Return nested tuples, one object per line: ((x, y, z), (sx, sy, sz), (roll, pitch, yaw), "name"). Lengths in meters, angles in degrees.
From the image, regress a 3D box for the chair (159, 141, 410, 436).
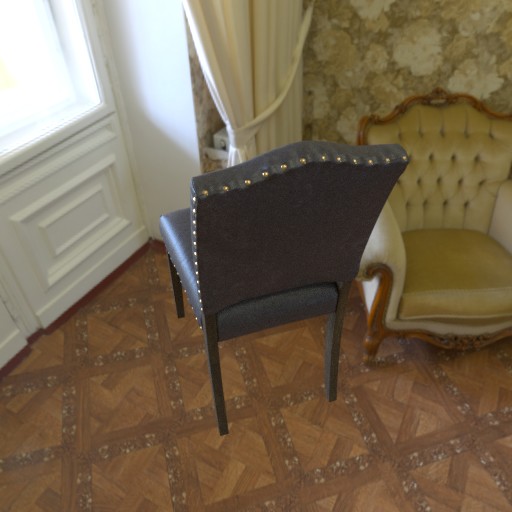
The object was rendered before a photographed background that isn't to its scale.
((0.000, 0.000, 1.328), (0.500, 0.991, 0.633), (-12, 42, -14), "chair")
